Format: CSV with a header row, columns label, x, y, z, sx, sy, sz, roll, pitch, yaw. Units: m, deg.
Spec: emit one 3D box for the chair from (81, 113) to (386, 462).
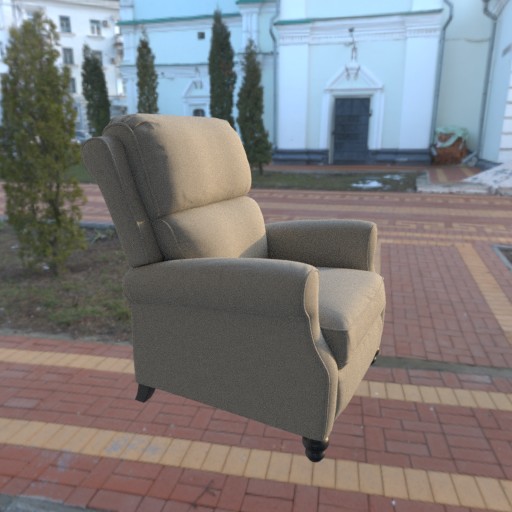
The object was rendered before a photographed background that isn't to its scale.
label,x,y,z,sx,sy,sz,roll,pitch,yaw
chair,0.000,0.000,1.711,0.919,1.046,0.859,8,17,27
